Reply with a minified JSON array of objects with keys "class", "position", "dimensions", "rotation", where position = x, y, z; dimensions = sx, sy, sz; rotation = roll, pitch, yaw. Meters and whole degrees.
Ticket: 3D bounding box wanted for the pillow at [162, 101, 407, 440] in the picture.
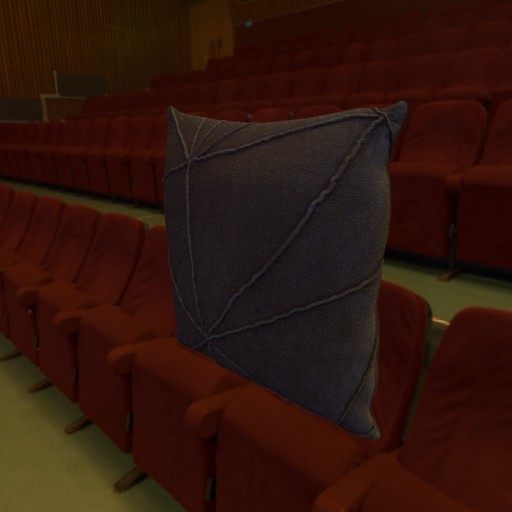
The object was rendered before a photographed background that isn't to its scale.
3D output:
[{"class":"pillow","position":[0.000,0.000,0.669],"dimensions":[0.439,0.440,0.183],"rotation":[15,22,42]}]
